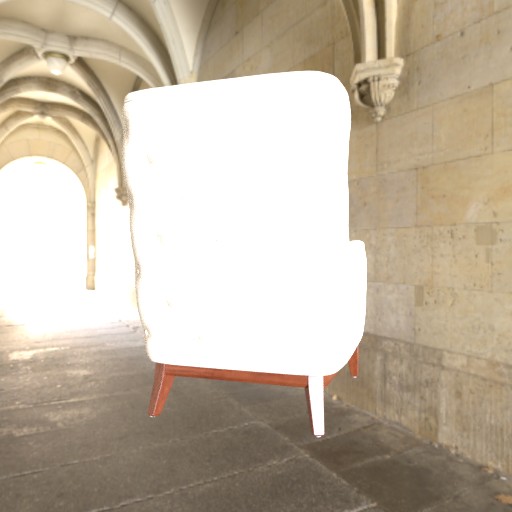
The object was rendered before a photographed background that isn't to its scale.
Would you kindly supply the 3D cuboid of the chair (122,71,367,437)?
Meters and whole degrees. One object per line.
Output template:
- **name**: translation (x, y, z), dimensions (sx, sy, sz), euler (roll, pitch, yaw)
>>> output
- **chair**: translation (0.000, 0.000, 1.676), dimensions (0.778, 1.079, 0.899), euler (0, 1, 17)
